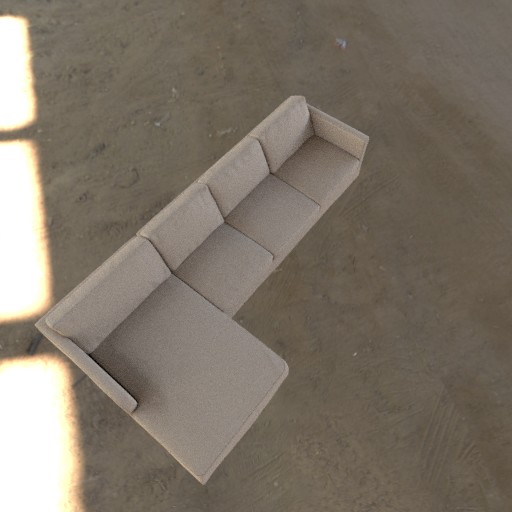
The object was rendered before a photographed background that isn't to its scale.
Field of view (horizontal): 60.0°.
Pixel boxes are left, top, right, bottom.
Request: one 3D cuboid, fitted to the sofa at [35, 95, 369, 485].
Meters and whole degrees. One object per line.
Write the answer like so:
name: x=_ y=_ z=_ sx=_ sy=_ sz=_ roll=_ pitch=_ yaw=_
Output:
sofa: x=0.000 y=0.000 z=3.816 sx=1.625 sy=0.846 sz=3.186 roll=35 pitch=65 yaw=19
